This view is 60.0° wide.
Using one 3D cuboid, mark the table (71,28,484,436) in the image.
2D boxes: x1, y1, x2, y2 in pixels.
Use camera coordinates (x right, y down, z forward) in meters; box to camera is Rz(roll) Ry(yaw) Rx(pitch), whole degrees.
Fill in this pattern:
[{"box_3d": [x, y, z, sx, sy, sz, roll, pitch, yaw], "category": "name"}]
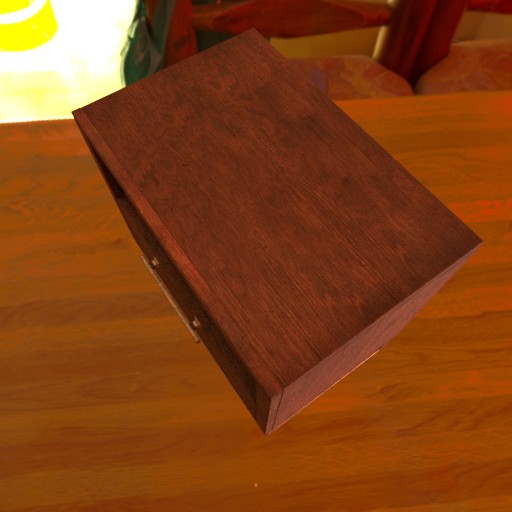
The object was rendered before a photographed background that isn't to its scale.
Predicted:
[{"box_3d": [0.000, 0.000, 1.250, 0.542, 0.746, 0.767, -32, 67, -15], "category": "table"}]
